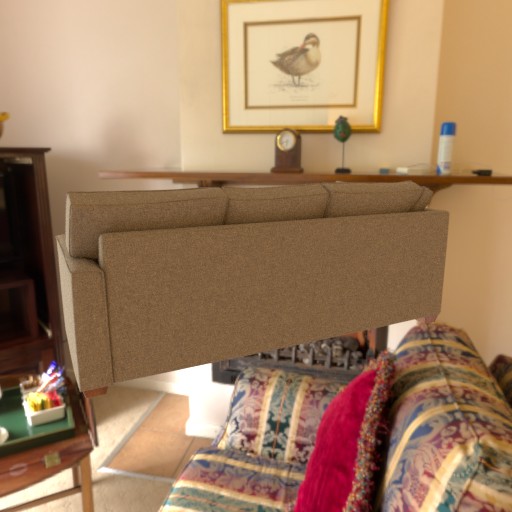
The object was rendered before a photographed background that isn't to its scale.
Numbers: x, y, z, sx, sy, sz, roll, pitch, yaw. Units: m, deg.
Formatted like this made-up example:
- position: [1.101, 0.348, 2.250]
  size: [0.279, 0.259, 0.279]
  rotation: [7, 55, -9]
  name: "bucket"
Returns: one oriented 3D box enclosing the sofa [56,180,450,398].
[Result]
- position: [0.000, 0.000, 2.875]
  size: [2.317, 0.962, 1.061]
  rotation: [-6, 14, -26]
  name: "sofa"
